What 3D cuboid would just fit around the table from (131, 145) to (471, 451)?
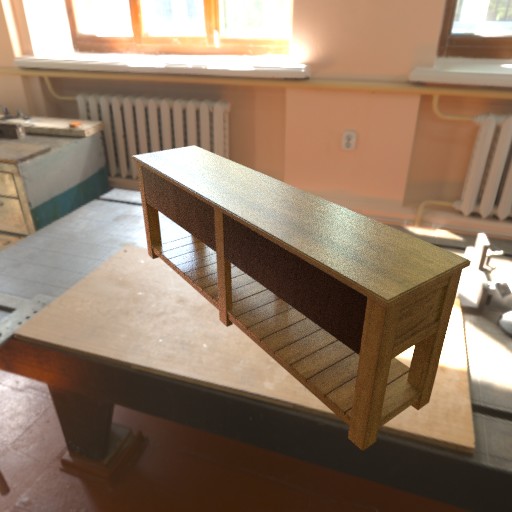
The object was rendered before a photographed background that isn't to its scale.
[{"bbox_3d":[0.000,0.000,2.118,0.425,0.635,1.815,-19,33,-31],"label":"table"}]
